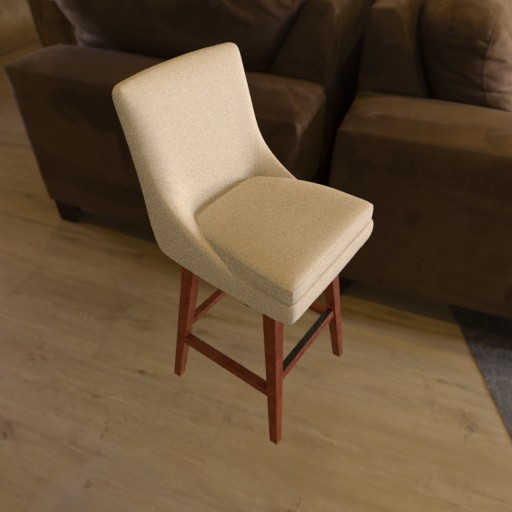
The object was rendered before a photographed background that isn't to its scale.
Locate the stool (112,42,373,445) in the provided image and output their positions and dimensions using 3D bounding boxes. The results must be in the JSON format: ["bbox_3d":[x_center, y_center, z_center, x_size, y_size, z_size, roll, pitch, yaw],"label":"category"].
[{"bbox_3d":[0.000,0.000,1.390,0.559,1.092,0.470,26,47,26],"label":"stool"}]
